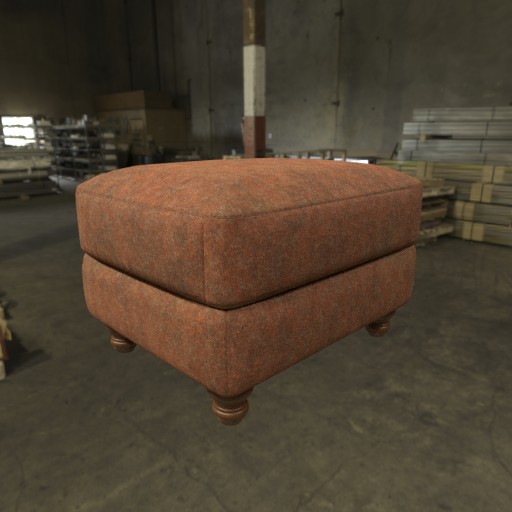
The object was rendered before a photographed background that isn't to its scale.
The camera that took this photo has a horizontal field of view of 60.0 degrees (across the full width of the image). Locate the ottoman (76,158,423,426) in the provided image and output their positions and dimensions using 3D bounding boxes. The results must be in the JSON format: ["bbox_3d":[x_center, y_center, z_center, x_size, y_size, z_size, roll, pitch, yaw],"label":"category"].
[{"bbox_3d":[0.000,0.000,1.205,0.787,0.508,0.635,-15,21,-43],"label":"ottoman"}]
